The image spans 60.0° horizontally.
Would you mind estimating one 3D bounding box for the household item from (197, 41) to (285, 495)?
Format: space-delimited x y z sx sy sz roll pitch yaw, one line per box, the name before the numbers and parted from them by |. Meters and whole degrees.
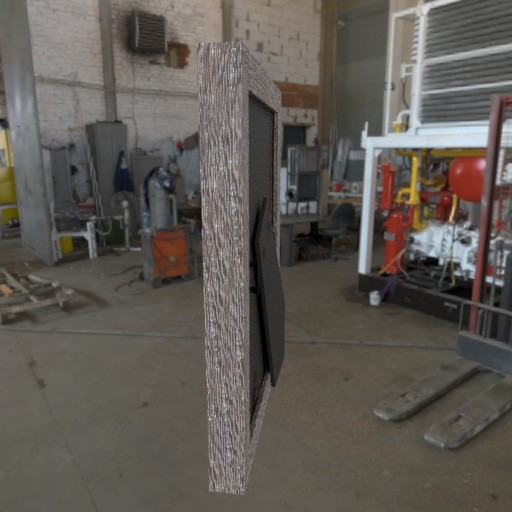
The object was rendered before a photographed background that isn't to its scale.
household item | 0.000 0.000 0.235 0.020 0.180 0.133 2 13 9
